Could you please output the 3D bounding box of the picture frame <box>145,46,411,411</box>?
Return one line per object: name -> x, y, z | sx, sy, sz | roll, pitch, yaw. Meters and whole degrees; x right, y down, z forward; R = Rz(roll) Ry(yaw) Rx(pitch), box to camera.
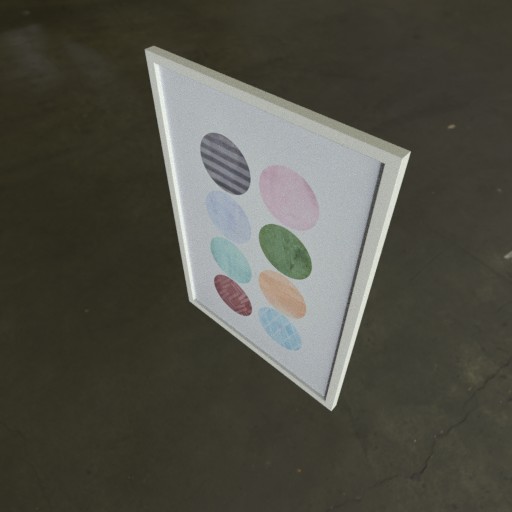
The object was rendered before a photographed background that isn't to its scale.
picture frame -> 0.000, 0.000, 0.561 | 0.305, 0.434, 0.013 | 33, 55, 27
